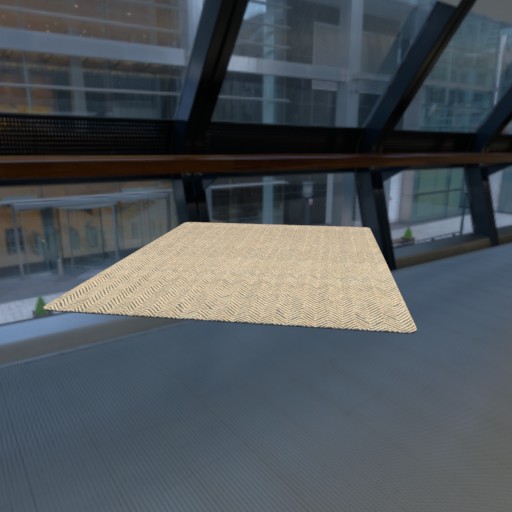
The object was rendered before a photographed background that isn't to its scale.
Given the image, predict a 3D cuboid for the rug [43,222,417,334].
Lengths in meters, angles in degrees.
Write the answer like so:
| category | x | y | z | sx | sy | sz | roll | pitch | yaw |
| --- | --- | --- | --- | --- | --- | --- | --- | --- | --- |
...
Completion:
| category | x | y | z | sx | sy | sz | roll | pitch | yaw |
| --- | --- | --- | --- | --- | --- | --- | --- | --- | --- |
| rug | 0.000 | 0.000 | 4.313 | 2.439 | 0.014 | 3.207 | 2 | 15 | 9 |
